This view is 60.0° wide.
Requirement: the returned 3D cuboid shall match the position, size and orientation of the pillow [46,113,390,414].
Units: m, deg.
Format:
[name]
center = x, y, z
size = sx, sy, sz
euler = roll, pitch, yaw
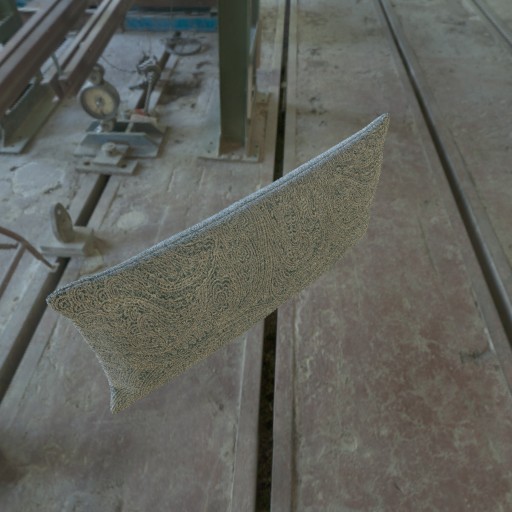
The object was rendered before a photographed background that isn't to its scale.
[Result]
[pillow]
center = 0.000, 0.000, 0.730
size = 0.615, 0.295, 0.151
euler = -33, 54, -27
